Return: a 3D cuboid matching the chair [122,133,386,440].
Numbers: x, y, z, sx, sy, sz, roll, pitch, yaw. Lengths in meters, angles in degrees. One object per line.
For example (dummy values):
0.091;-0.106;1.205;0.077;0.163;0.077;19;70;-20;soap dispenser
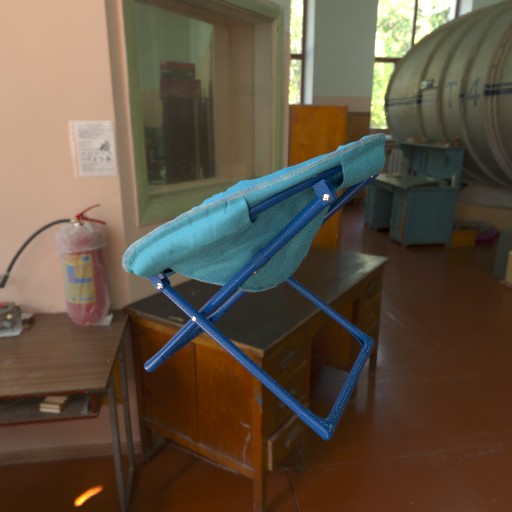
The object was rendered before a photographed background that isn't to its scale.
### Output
0.000;0.000;0.888;0.465;0.478;0.520;8;18;24;chair
